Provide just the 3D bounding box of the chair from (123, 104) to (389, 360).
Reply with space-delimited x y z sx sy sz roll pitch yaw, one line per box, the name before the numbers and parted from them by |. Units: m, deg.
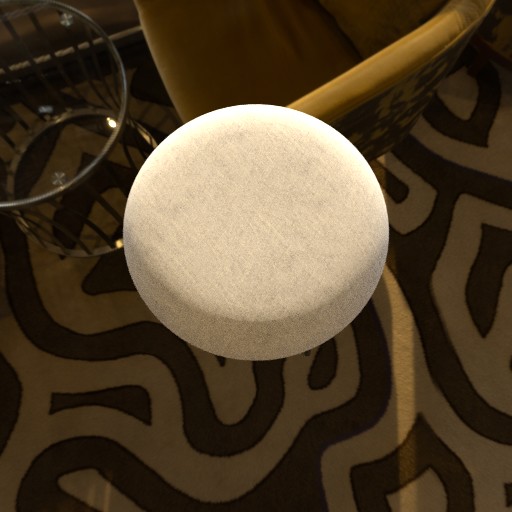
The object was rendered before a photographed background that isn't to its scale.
chair | 0.000 0.000 0.673 0.350 0.386 0.350 -33 79 -7
